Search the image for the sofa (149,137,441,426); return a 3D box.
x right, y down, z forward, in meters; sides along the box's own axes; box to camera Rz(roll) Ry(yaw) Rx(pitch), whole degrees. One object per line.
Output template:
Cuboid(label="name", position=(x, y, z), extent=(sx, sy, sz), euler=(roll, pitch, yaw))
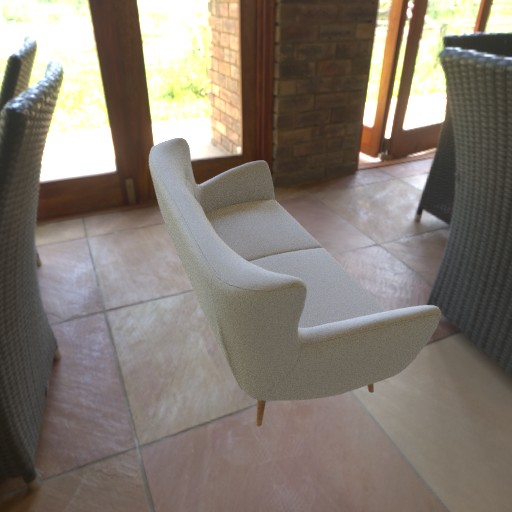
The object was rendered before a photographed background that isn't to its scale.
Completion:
Cuboid(label="sofa", position=(0.000, 0.000, 2.451), extent=(0.899, 0.890, 1.930), euler=(-11, 33, -18))
